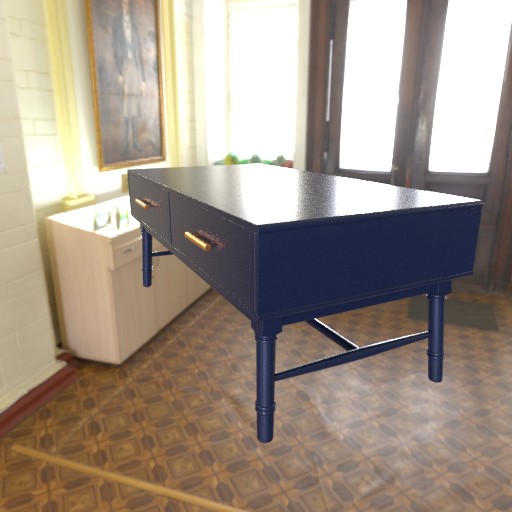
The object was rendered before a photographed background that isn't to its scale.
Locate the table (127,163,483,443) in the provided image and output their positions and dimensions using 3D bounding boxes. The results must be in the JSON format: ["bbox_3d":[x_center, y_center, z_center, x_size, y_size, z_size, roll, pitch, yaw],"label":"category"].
[{"bbox_3d":[0.000,0.000,1.360,0.572,0.457,1.067,-8,18,-26],"label":"table"}]
